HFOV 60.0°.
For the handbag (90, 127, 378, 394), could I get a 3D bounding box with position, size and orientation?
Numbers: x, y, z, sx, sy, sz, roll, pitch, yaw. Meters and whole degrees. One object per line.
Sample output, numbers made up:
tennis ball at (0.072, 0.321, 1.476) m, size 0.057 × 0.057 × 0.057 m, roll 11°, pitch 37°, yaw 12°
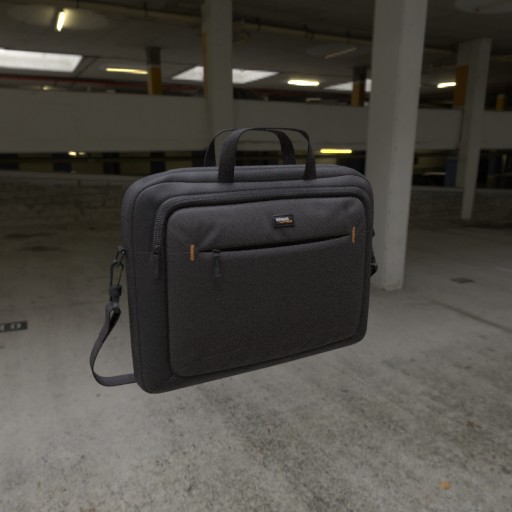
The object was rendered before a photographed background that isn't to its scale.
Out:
handbag at (0.000, 0.000, 0.439) m, size 0.320 × 0.244 × 0.089 m, roll -7°, pitch 16°, yaw -26°
